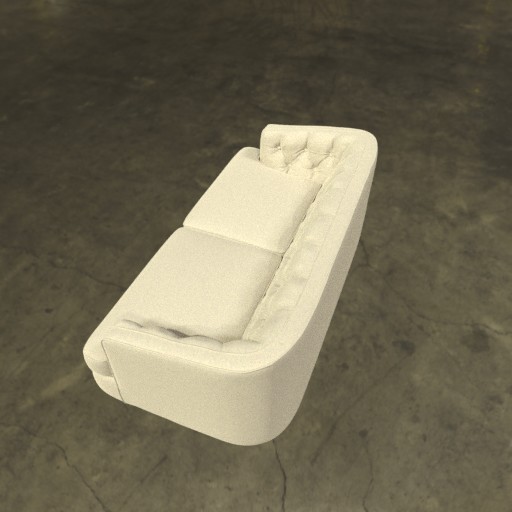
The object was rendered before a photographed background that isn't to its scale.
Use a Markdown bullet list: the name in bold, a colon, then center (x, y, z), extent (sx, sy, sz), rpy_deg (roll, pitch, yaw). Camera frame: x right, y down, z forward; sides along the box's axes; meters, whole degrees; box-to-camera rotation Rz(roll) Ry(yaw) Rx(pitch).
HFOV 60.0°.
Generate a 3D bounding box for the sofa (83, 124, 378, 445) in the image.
- **sofa**: center (0.000, 0.000, 2.325), extent (0.941, 0.855, 1.733), rpy_deg (16, 48, 15)
